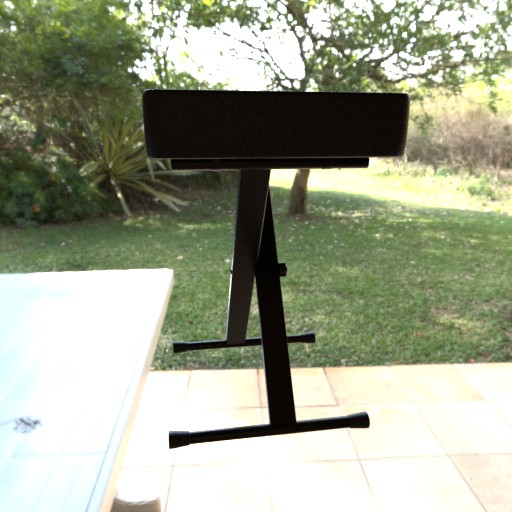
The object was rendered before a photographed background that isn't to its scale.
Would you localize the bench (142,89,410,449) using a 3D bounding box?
[{"bbox_3d":[0.000,0.000,0.767,0.321,0.500,0.424,-2,16,-9],"label":"bench"}]
